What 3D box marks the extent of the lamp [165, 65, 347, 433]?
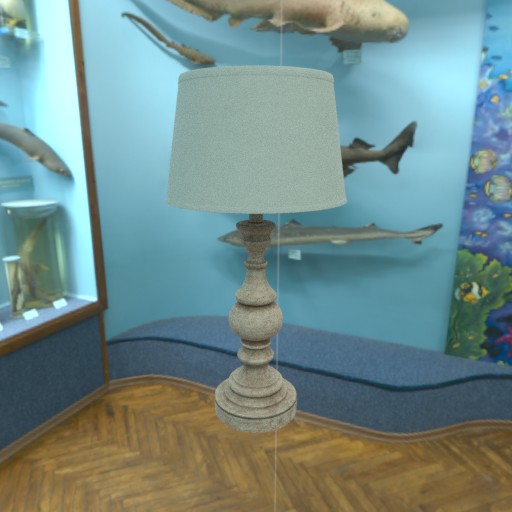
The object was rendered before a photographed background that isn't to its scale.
[{"bbox_3d":[0.000,0.000,0.873,0.340,0.678,0.340,0,15,0],"label":"lamp"}]
